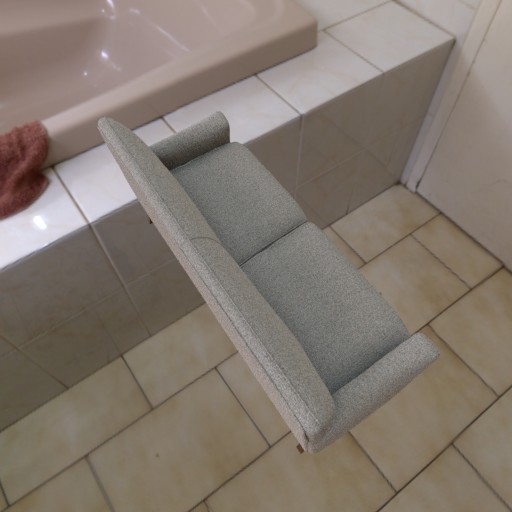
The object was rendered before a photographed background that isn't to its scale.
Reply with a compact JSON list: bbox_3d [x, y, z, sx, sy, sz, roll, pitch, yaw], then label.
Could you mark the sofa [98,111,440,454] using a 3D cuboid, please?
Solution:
[{"bbox_3d":[0.000,0.000,2.535,0.854,0.942,2.026,-29,62,-17],"label":"sofa"}]
